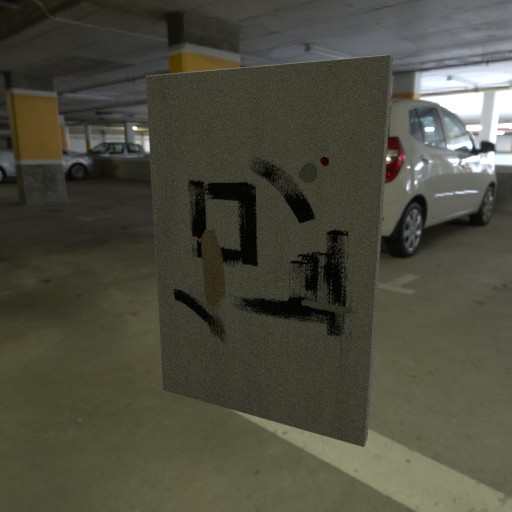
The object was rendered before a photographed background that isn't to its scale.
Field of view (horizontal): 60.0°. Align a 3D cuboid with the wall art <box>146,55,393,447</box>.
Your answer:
[{"bbox_3d":[0.000,0.000,1.156,0.624,0.914,0.043,7,15,25],"label":"wall art"}]
